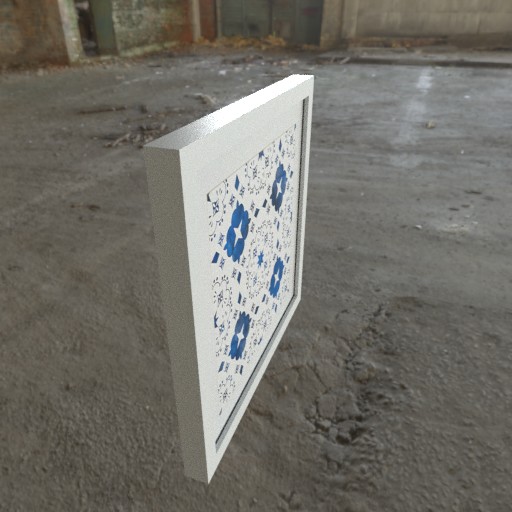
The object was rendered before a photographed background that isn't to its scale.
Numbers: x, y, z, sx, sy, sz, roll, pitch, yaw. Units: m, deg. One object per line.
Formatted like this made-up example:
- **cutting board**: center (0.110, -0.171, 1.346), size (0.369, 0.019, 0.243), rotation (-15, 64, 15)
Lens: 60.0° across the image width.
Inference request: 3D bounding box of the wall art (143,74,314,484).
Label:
- **wall art**: center (0.000, 0.000, 0.524), size (0.027, 0.355, 0.355), rotation (11, 32, 18)
